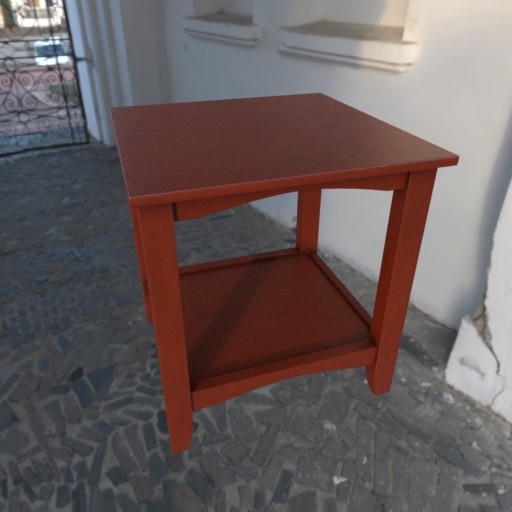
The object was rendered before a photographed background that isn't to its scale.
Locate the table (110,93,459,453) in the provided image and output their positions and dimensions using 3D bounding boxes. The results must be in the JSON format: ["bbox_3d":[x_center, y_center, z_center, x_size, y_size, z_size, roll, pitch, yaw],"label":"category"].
[{"bbox_3d":[0.000,0.000,0.968,0.523,0.558,0.522,-8,32,-14],"label":"table"}]
